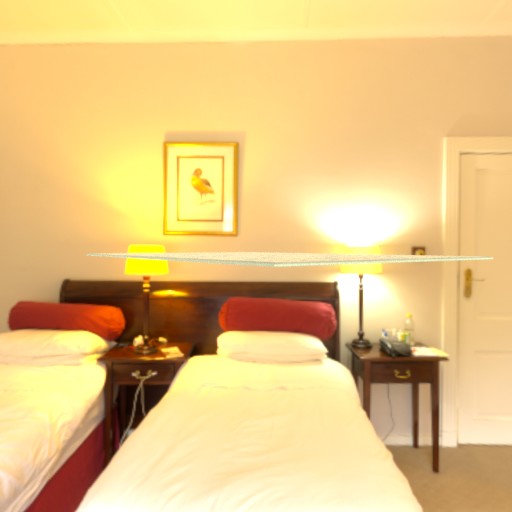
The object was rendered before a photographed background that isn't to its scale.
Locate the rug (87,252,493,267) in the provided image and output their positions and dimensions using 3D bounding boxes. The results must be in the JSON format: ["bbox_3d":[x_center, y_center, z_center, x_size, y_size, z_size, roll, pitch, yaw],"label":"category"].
[{"bbox_3d":[0.000,0.000,3.453,1.819,0.018,2.746,-1,2,-36],"label":"rug"}]
